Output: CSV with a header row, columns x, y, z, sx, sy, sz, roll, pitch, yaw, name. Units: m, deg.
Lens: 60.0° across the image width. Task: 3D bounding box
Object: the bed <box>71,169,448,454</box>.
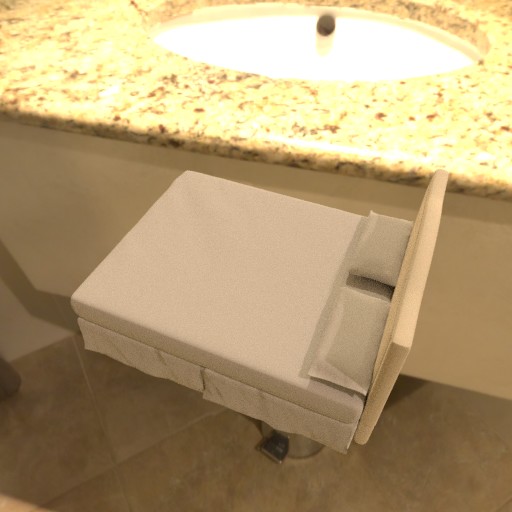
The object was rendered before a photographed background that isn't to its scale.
x,y,z,sx,sy,sz,roll,pitch,yaw,name
0.000,0.000,3.623,2.477,1.437,1.977,17,49,16,bed
